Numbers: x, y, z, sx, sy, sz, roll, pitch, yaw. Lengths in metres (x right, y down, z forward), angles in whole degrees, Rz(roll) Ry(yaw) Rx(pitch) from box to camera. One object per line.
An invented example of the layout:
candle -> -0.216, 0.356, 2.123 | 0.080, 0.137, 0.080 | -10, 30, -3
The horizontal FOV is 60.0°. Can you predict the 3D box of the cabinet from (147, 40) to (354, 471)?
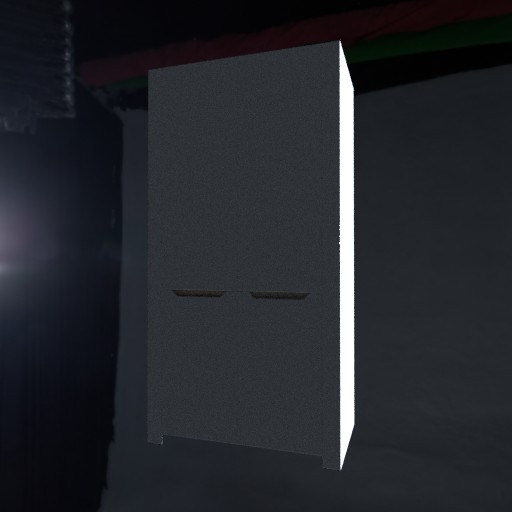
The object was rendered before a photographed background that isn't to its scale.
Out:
cabinet -> 0.000, 0.000, 2.400 | 0.980, 1.920, 0.580 | 0, -1, 18
